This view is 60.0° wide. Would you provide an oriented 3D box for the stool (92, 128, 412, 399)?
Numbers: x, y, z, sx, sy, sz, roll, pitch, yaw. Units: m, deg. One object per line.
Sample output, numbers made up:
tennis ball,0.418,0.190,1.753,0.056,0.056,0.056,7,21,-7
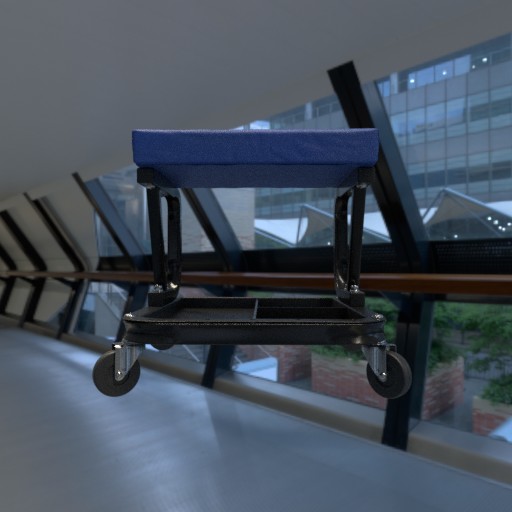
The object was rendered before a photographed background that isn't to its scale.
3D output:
stool,0.000,0.000,0.740,0.446,0.380,0.371,0,0,1
